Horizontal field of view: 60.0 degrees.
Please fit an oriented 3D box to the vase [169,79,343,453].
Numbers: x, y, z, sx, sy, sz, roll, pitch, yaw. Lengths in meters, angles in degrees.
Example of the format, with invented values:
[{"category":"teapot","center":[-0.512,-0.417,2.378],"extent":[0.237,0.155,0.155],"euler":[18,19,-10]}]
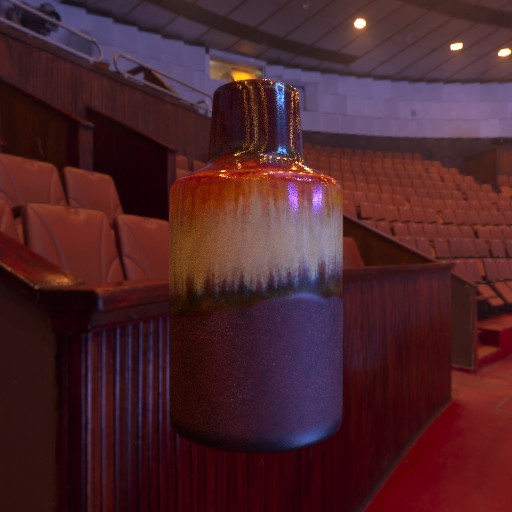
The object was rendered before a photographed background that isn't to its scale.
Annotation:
[{"category":"vase","center":[0.000,0.000,0.280],"extent":[0.108,0.204,0.108],"euler":[0,0,0]}]
